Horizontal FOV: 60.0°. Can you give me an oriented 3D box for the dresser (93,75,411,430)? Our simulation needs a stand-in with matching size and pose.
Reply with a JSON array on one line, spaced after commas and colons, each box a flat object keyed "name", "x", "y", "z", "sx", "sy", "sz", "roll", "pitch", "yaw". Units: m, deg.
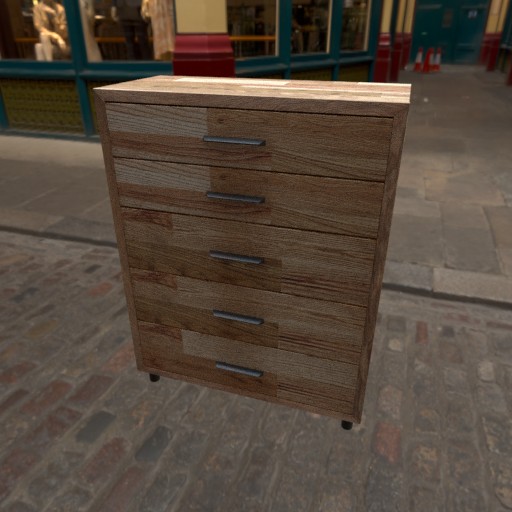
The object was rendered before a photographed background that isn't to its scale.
[{"name": "dresser", "x": 0.000, "y": 0.000, "z": 1.733, "sx": 0.966, "sy": 1.243, "sz": 0.480, "roll": 9, "pitch": 29, "yaw": 16}]
